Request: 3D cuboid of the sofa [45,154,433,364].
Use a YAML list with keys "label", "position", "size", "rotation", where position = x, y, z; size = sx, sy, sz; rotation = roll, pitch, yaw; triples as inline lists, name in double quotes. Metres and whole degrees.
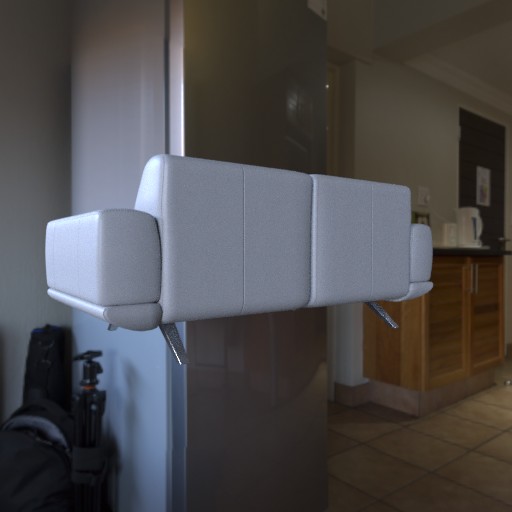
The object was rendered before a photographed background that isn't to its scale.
- label: "sofa"
  position: [0.000, 0.000, 2.343]
  size: [1.901, 0.772, 0.900]
  rotation: [-1, 1, -36]
